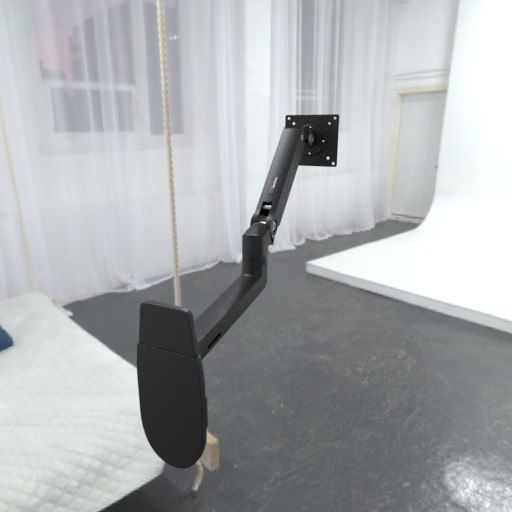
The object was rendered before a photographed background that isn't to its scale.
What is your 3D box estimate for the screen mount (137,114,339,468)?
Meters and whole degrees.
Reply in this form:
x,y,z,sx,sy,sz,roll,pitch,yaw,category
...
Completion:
x,y,z,sx,sy,sz,roll,pitch,yaw,category
0.000,0.000,0.747,0.115,0.466,0.495,8,18,26,screen mount
